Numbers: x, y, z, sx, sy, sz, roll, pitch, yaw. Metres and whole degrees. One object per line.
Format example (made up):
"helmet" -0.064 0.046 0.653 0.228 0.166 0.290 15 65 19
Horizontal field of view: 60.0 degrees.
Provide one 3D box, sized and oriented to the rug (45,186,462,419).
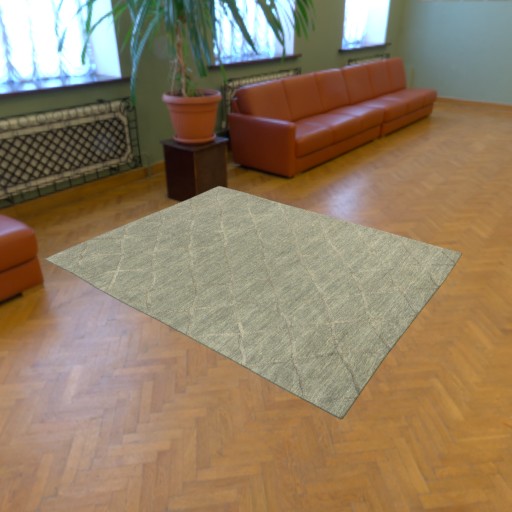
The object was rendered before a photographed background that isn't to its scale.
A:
"rug" 0.000 0.000 4.099 3.048 0.013 2.438 20 35 32
